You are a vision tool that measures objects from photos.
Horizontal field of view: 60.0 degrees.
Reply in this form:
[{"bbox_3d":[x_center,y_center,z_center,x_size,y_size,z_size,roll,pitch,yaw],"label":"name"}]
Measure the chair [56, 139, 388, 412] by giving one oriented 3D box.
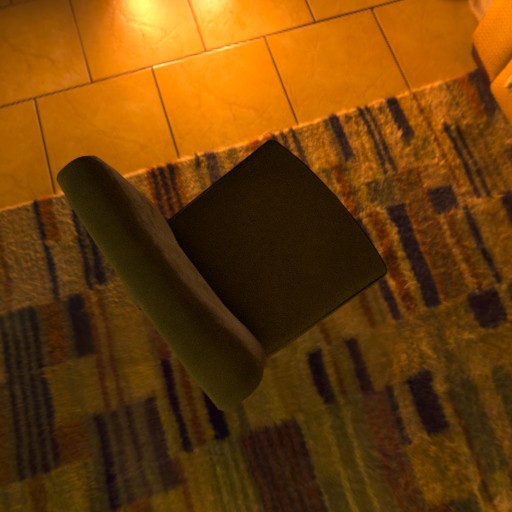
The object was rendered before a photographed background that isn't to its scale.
[{"bbox_3d":[0.000,0.000,1.164,0.554,0.806,0.521,-37,78,-9],"label":"chair"}]
